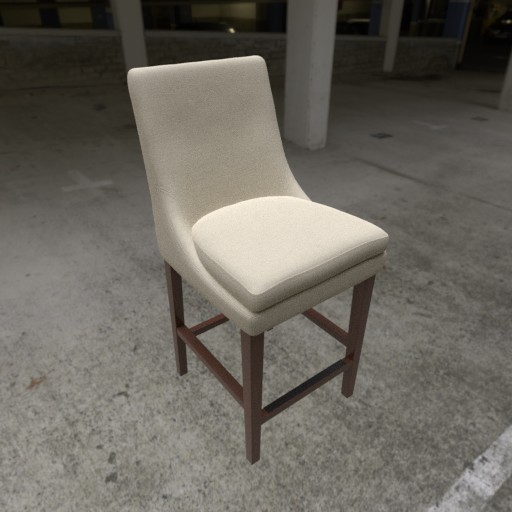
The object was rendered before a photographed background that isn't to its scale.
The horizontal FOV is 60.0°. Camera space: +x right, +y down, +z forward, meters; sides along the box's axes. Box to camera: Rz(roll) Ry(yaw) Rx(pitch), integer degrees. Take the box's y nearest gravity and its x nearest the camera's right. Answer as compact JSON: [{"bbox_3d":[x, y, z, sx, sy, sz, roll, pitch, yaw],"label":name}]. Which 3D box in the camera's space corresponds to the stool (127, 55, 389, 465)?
[{"bbox_3d":[0.000,0.000,1.275,0.470,0.981,0.577,-22,38,-31],"label":"stool"}]
